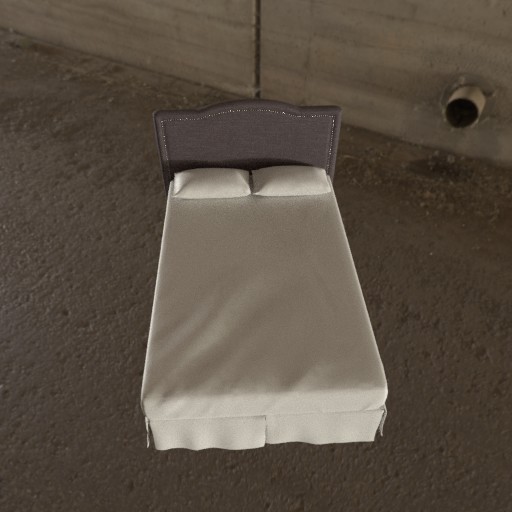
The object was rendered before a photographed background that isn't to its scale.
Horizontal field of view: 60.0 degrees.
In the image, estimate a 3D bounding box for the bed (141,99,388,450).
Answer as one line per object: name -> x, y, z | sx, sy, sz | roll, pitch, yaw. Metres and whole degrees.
bed -> 0.000, 0.000, 3.558 | 1.741, 1.441, 2.507 | -2, 46, -2
